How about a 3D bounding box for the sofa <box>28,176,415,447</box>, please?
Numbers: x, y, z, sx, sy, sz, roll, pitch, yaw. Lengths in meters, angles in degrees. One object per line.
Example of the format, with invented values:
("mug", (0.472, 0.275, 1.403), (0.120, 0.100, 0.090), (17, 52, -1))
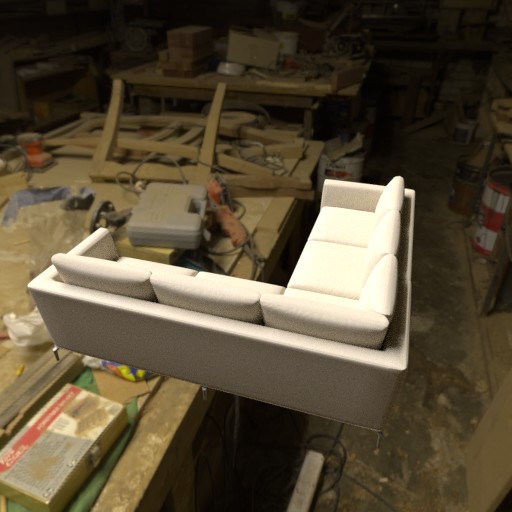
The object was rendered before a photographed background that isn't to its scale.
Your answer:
("sofa", (0.000, 0.000, 3.720), (2.448, 0.867, 2.430), (10, 34, 15))
